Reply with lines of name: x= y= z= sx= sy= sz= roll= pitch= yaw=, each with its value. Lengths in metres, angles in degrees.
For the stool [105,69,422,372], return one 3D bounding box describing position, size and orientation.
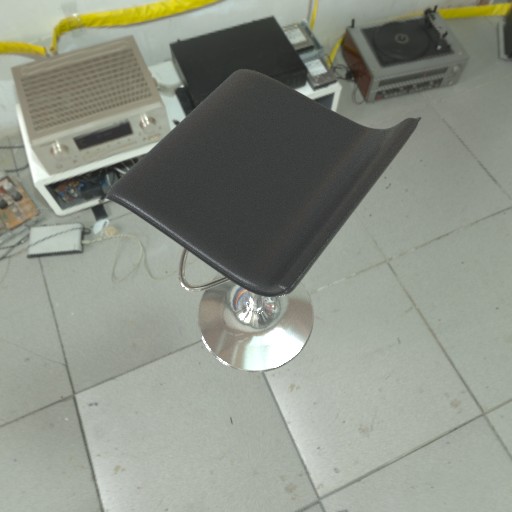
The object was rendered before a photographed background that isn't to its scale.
stool: x=0.000 y=0.000 z=1.061 sx=0.381 sy=0.851 sz=0.381 roll=34 pitch=68 yaw=15
